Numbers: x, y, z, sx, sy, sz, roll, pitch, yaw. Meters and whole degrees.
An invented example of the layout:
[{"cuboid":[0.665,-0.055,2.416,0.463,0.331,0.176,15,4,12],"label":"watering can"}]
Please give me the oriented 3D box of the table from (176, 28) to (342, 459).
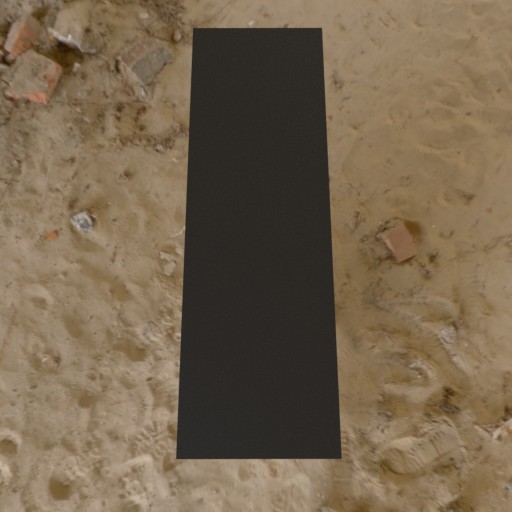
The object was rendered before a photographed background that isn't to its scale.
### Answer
[{"cuboid":[0.000,0.000,1.600,0.400,0.855,1.200,0,76,0],"label":"table"}]
